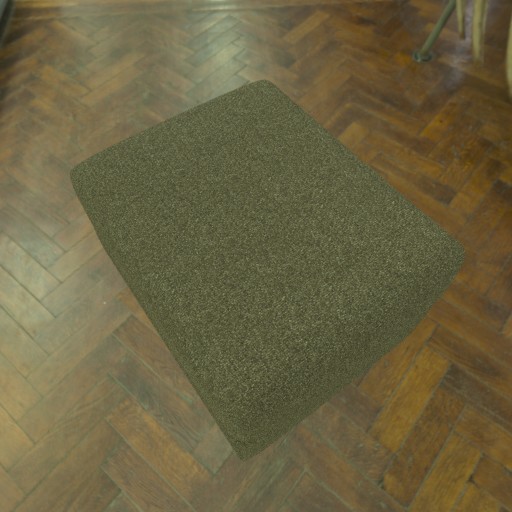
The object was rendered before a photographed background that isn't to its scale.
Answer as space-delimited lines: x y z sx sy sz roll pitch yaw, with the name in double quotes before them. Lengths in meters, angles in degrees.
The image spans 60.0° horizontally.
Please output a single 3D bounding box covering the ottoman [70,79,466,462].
"ottoman" 0.000 0.000 1.119 0.598 0.476 0.742 -31 63 -18
